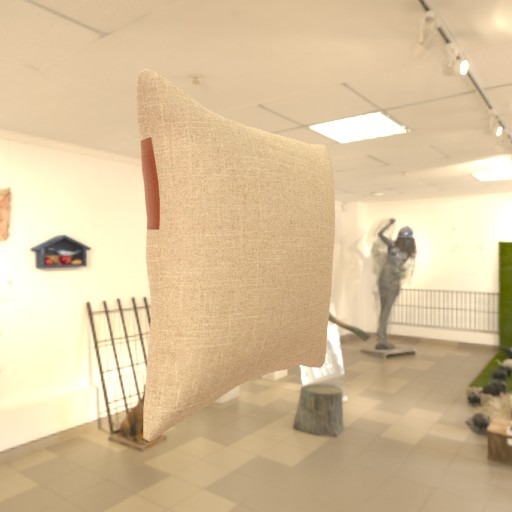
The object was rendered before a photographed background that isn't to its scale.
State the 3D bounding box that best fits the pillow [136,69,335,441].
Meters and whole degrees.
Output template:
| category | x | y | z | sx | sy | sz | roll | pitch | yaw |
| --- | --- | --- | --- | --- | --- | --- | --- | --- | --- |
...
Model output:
| category | x | y | z | sx | sy | sz | roll | pitch | yaw |
| --- | --- | --- | --- | --- | --- | --- | --- | --- | --- |
| pillow | 0.000 | 0.000 | 0.636 | 0.173 | 0.399 | 0.414 | 0 | 0 | 36 |
